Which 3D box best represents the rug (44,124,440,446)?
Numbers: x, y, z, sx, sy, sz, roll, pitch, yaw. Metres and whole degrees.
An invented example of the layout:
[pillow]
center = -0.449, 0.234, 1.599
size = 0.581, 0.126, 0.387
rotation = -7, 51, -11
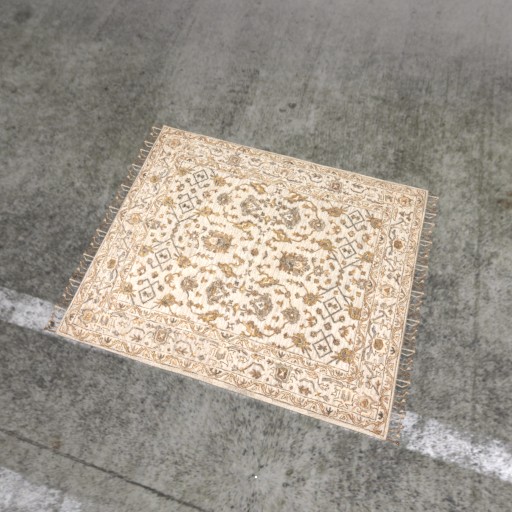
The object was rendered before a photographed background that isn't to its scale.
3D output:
[rug]
center = 0.000, 0.000, 4.071
size = 3.061, 0.034, 2.426
rotation = 16, 65, 8
